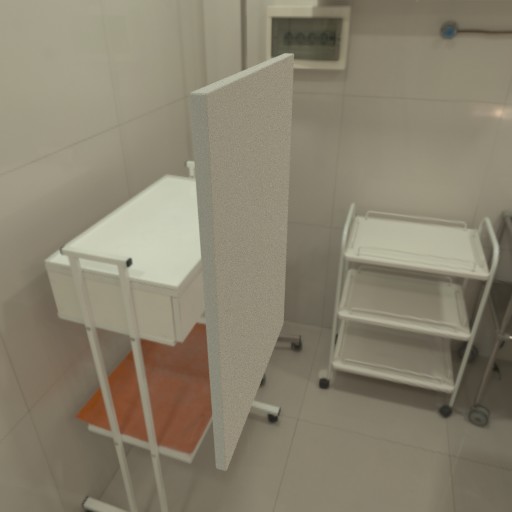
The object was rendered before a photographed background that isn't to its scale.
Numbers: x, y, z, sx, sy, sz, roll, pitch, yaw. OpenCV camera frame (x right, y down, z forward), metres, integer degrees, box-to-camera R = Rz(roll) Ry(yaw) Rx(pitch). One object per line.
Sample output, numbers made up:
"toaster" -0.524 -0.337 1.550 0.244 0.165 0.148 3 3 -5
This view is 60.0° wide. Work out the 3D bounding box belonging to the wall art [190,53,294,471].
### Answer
"wall art" 0.000 0.000 1.502 0.038 1.183 0.808 8 31 14
